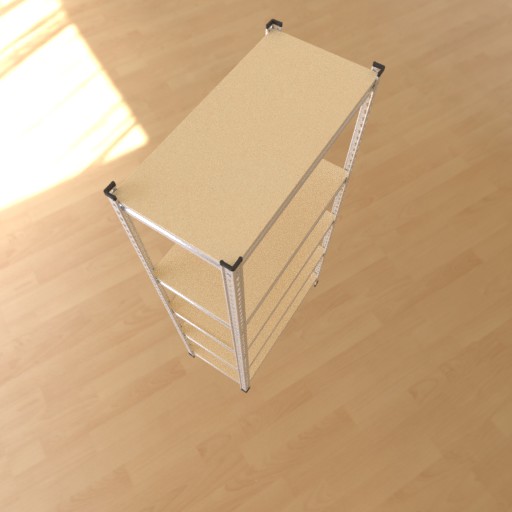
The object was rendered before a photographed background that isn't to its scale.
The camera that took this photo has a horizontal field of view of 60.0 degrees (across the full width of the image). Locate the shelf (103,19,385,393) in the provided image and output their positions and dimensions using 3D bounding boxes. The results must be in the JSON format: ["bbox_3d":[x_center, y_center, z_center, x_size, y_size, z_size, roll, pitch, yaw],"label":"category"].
[{"bbox_3d":[0.000,0.000,2.199,0.457,1.829,0.914,30,67,14],"label":"shelf"}]
